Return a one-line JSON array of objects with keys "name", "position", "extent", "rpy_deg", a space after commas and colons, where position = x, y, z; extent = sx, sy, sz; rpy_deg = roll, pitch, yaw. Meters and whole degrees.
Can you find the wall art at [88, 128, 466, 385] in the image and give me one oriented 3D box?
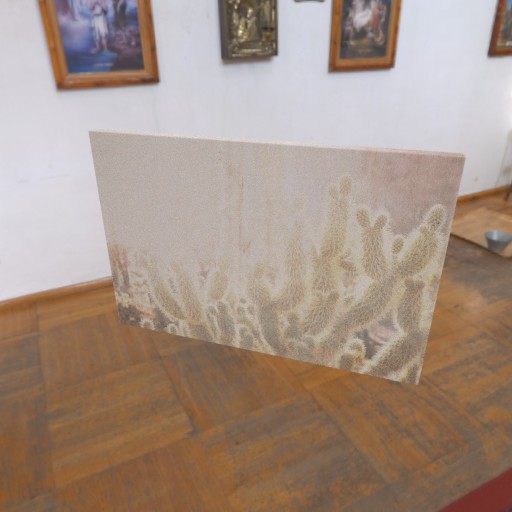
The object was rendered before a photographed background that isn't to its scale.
[{"name": "wall art", "position": [0.000, 0.000, 1.185], "extent": [0.916, 0.608, 0.040], "rpy_deg": [8, 27, 16]}]
